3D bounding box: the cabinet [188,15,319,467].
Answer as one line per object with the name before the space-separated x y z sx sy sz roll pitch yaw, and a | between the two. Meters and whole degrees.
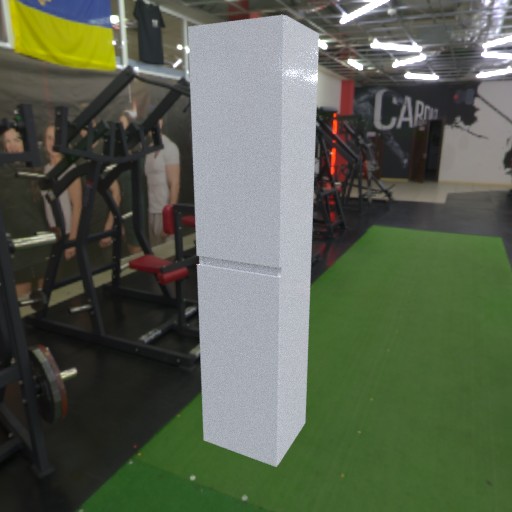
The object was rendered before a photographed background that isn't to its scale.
cabinet | 0.000 0.000 1.512 0.300 1.400 0.270 8 18 26
